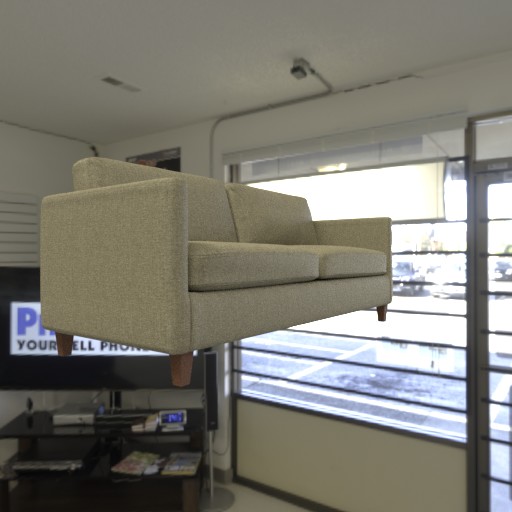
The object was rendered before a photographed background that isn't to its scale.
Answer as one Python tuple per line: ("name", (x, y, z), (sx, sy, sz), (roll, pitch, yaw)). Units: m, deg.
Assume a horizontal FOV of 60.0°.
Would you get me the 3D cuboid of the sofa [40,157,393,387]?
("sofa", (0.000, 0.000, 2.694), (0.956, 0.960, 2.208), (0, 0, 37))
